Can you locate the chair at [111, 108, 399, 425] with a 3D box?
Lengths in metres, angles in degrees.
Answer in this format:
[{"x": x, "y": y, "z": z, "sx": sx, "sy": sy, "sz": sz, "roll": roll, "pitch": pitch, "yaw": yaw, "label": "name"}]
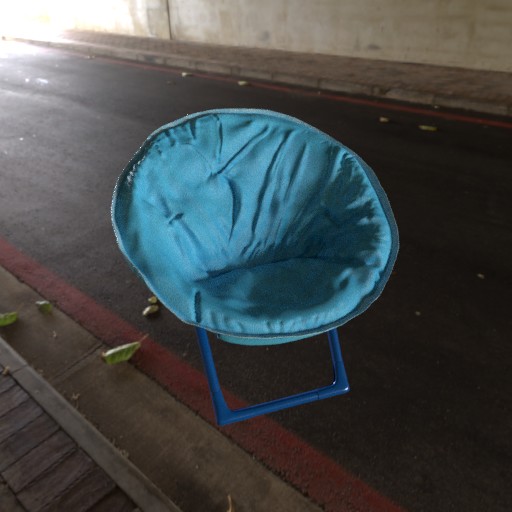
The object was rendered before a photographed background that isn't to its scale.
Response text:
[{"x": 0.000, "y": 0.000, "z": 0.890, "sx": 0.520, "sy": 0.478, "sz": 0.465, "roll": -9, "pitch": 33, "yaw": -15, "label": "chair"}]
